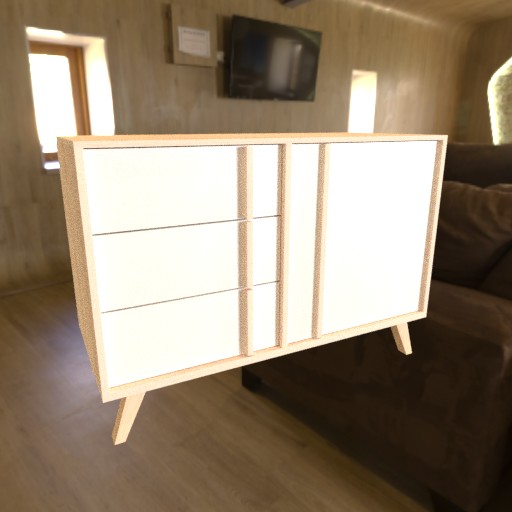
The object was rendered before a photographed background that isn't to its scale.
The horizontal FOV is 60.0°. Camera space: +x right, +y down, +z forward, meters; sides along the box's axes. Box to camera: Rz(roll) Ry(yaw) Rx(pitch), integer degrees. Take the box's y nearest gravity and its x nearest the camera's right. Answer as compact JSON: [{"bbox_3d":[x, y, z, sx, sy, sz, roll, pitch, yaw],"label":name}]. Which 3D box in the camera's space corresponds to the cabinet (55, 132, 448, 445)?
[{"bbox_3d":[0.000,0.000,1.486,1.110,0.780,0.500,-8,19,-26],"label":"cabinet"}]
